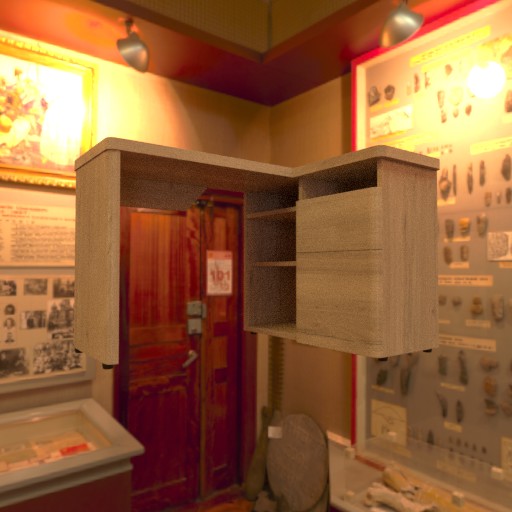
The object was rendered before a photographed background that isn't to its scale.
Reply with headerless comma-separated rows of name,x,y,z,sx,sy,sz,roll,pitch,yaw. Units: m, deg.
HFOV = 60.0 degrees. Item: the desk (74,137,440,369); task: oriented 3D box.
desk,0.000,0.000,1.757,1.169,0.760,0.900,1,-2,-36
